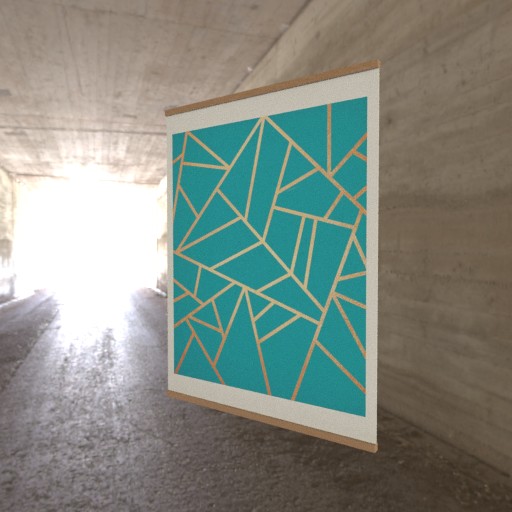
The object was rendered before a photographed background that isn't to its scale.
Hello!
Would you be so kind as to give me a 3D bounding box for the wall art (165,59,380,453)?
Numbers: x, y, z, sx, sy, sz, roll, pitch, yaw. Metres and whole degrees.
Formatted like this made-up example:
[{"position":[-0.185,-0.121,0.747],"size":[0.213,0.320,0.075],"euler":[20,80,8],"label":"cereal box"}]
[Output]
[{"position":[0.000,0.000,0.819],"size":[0.459,0.608,0.012],"euler":[1,2,34],"label":"wall art"}]
